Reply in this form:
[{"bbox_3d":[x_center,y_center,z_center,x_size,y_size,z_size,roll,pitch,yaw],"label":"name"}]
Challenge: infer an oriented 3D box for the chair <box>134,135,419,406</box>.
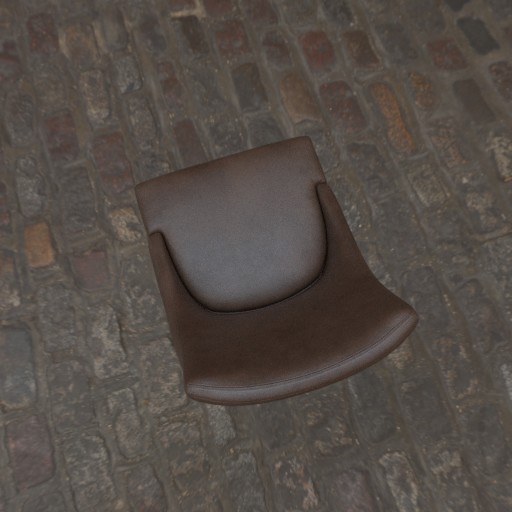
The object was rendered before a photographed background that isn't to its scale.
[{"bbox_3d":[0.000,0.000,1.479,0.701,0.909,0.861,-17,76,-4],"label":"chair"}]
